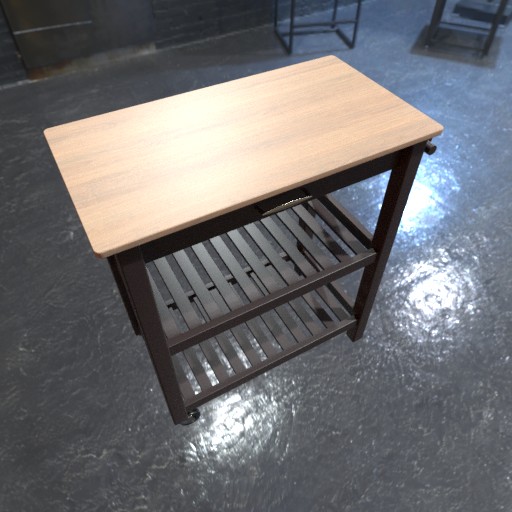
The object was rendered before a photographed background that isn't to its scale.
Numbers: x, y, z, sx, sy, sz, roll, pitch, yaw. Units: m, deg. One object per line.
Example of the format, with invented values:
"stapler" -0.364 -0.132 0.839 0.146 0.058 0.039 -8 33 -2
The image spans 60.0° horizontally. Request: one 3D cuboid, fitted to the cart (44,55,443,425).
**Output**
"cart" 0.000 0.000 1.400 0.899 0.927 0.457 -22 52 -19
